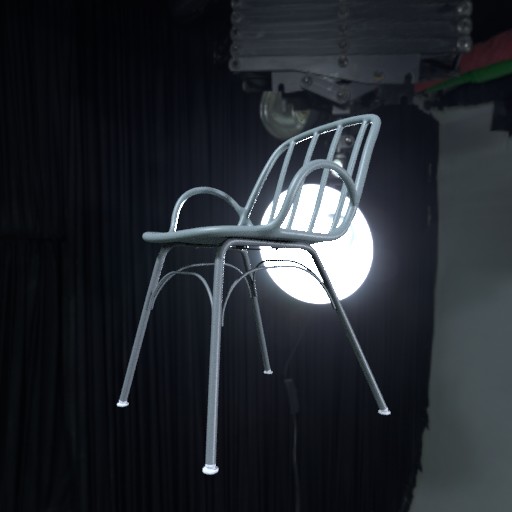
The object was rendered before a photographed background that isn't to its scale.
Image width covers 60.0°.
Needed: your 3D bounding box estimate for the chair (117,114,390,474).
[{"bbox_3d":[0.000,0.000,1.199,0.597,0.816,0.549,0,1,-37],"label":"chair"}]
